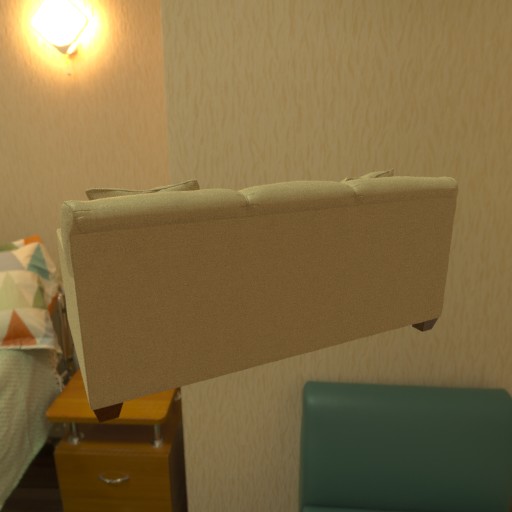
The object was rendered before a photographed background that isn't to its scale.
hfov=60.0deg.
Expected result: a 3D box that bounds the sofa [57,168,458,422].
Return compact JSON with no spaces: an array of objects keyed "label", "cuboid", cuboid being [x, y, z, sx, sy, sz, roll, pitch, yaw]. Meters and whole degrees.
[{"label":"sofa","cuboid":[0.000,0.000,2.513,2.024,0.958,0.997,-8,18,-26]}]
